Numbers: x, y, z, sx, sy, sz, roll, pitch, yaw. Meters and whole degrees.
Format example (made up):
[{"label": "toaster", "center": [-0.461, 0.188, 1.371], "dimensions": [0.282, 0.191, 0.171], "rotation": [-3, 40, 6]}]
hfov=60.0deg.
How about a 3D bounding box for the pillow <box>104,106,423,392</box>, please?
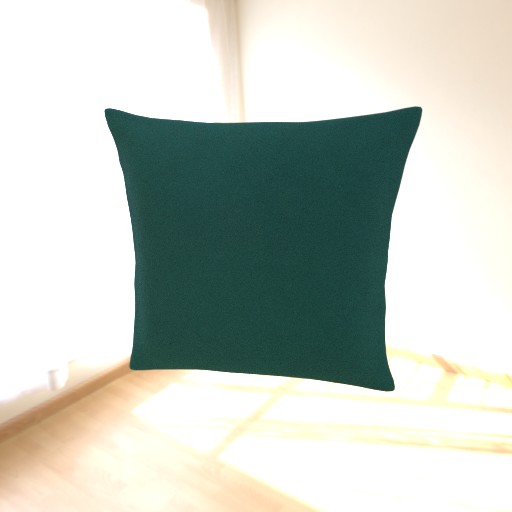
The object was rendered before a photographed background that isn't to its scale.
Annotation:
[{"label": "pillow", "center": [0.000, 0.000, 0.795], "dimensions": [0.525, 0.508, 0.166], "rotation": [2, 16, 8]}]
